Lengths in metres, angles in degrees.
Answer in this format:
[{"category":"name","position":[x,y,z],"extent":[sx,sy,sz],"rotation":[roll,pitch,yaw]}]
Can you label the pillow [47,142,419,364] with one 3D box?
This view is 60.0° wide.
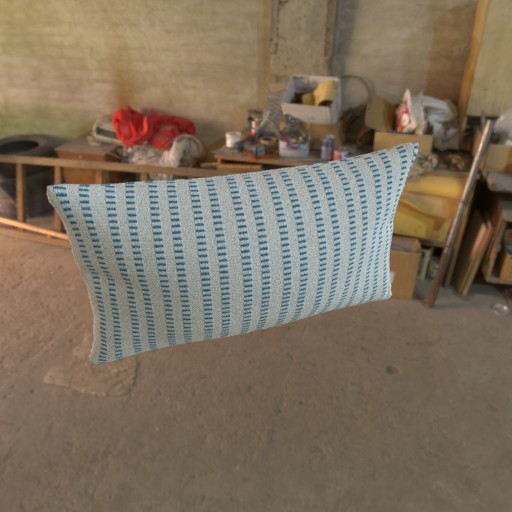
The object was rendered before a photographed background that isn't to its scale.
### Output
[{"category":"pillow","position":[0.000,0.000,0.804],"extent":[0.640,0.353,0.210],"rotation":[-10,33,-16]}]
